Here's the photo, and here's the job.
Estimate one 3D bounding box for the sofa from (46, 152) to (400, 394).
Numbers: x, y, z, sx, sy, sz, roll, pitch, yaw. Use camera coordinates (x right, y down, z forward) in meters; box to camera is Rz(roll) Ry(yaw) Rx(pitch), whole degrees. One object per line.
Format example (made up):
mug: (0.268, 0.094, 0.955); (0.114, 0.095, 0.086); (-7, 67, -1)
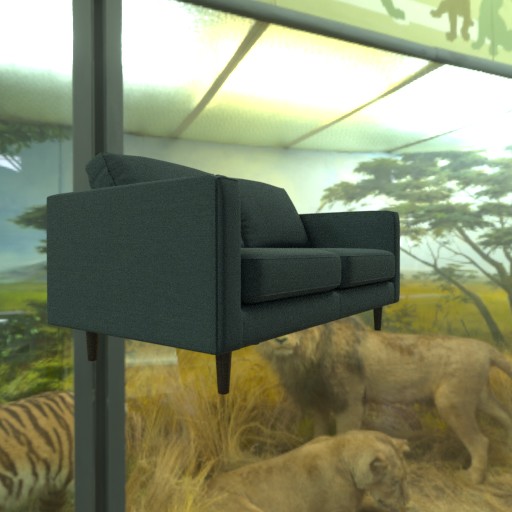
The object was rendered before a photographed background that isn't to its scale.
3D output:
sofa: (0.000, 0.000, 2.257); (0.999, 0.907, 1.659); (1, 1, 36)
